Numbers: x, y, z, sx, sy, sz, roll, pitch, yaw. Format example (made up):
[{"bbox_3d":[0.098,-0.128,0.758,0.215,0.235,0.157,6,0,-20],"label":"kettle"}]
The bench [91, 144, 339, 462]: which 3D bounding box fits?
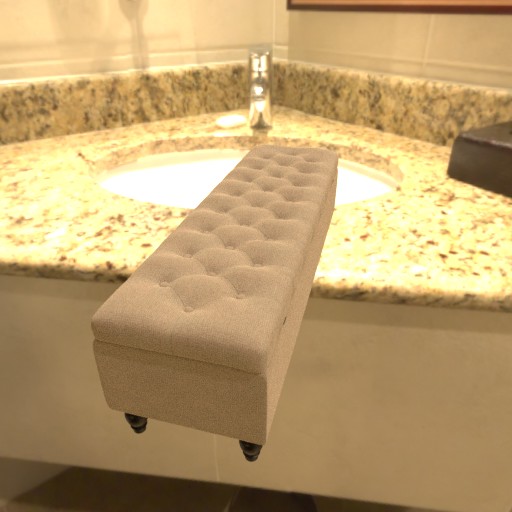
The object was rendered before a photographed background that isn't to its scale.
[{"bbox_3d":[0.000,0.000,1.715,0.455,0.467,1.480,8,31,13],"label":"bench"}]
